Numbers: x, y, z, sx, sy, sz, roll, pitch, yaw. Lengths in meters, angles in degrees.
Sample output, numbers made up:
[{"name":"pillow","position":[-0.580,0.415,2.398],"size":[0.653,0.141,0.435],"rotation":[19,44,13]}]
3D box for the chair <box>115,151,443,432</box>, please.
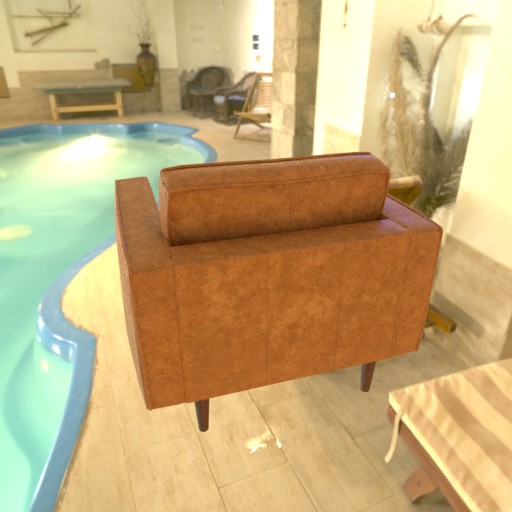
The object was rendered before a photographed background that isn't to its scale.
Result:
[{"name":"chair","position":[0.000,0.000,1.553],"size":[0.928,0.767,0.798],"rotation":[-8,27,-16]}]
